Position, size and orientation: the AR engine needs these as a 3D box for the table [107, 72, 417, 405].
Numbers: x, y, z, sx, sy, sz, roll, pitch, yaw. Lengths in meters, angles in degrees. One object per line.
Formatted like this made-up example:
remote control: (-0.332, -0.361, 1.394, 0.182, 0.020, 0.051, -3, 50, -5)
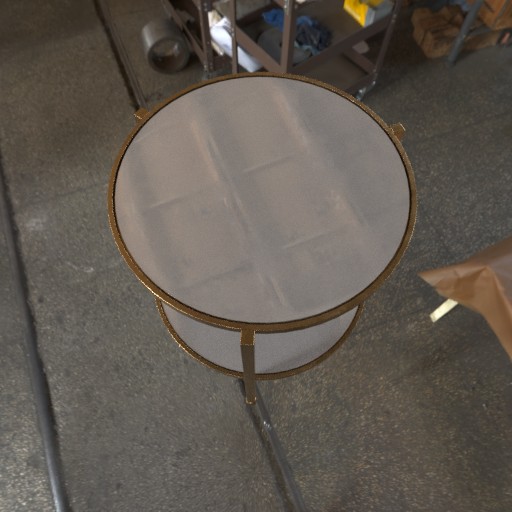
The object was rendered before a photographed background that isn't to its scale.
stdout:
table: (0.000, 0.000, 0.457, 0.243, 0.269, 0.231, 32, 68, 14)
